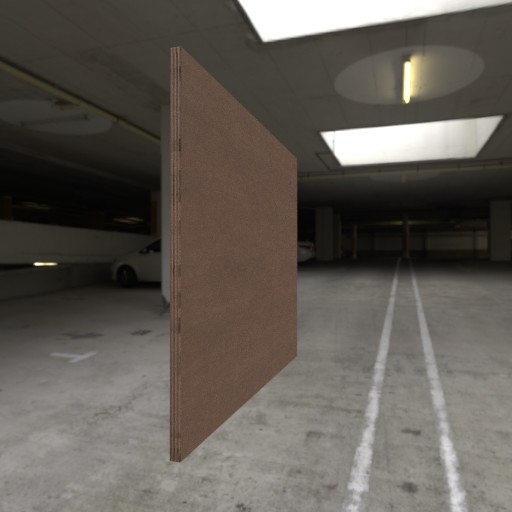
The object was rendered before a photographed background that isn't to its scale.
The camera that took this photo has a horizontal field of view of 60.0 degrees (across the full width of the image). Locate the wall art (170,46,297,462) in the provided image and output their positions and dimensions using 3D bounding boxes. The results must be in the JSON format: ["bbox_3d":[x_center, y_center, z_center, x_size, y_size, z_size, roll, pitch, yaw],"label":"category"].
[{"bbox_3d":[0.000,0.000,0.677,0.012,0.408,0.508,0,-1,18],"label":"wall art"}]
